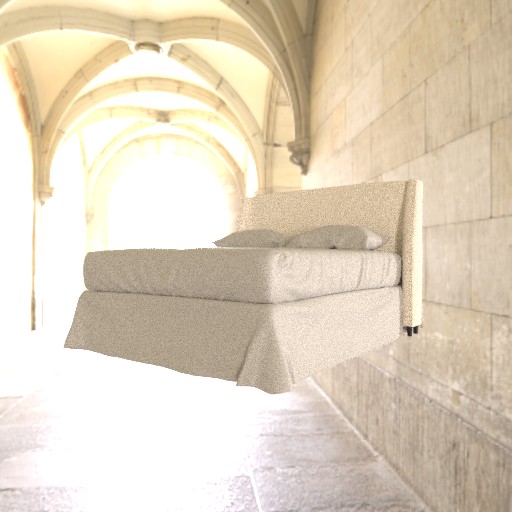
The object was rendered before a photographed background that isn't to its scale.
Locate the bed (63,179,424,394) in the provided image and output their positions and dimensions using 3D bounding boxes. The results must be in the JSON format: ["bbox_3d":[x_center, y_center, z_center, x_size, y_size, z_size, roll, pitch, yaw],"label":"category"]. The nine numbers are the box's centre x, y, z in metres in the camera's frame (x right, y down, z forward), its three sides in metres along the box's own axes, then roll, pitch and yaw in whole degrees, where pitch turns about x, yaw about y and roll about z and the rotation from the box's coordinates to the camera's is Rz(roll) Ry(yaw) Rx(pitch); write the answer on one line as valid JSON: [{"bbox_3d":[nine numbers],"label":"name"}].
[{"bbox_3d":[0.000,0.000,3.479,1.925,1.332,2.276,0,0,37],"label":"bed"}]
